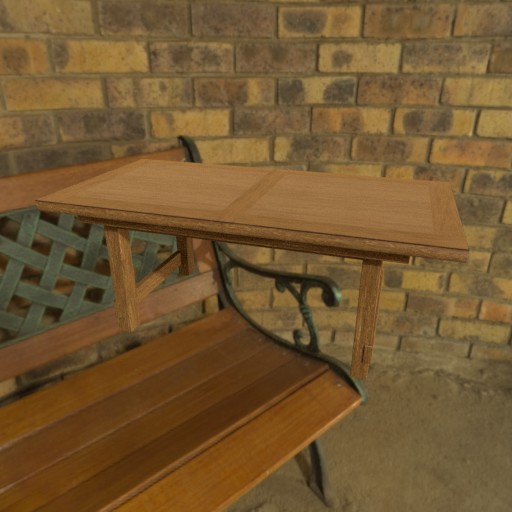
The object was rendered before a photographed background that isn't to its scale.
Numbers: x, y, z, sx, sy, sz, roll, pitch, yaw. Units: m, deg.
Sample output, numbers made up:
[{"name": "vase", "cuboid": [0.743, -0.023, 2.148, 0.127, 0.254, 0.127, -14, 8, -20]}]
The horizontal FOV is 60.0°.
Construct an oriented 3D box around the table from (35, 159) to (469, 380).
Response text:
[{"name": "table", "cuboid": [0.000, 0.000, 2.502, 1.982, 0.762, 1.000, 8, 26, 16]}]
